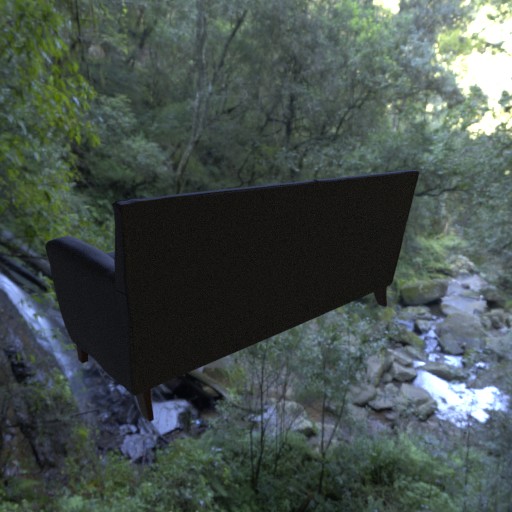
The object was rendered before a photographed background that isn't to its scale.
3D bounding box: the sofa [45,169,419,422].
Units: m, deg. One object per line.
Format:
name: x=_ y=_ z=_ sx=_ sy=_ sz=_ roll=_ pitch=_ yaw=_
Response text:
sofa: x=0.000 y=0.000 z=2.478 sx=2.002 sy=0.907 sz=0.843 roll=-14 pitch=21 yaw=-42
